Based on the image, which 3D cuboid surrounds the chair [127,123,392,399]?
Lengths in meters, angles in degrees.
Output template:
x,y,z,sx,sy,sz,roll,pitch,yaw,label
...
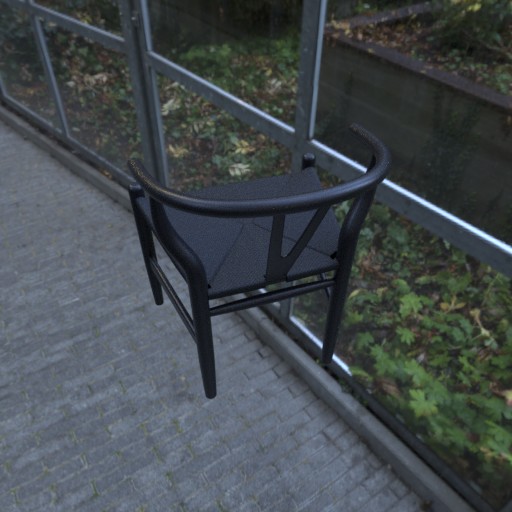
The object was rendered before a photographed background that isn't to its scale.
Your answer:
x,y,z,sx,sy,sz,roll,pitch,yaw,label
0.000,0.000,1.174,0.569,0.730,0.579,-13,43,-14,chair
